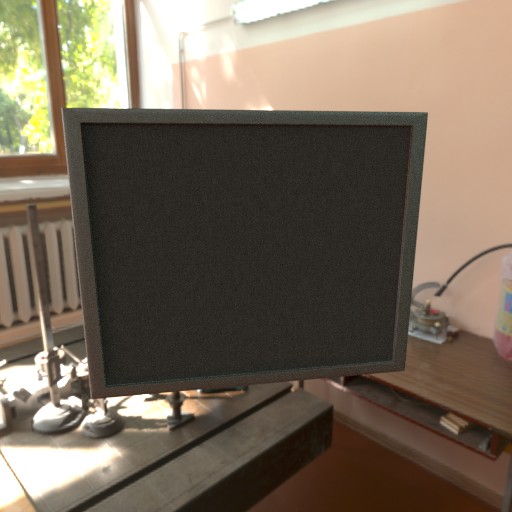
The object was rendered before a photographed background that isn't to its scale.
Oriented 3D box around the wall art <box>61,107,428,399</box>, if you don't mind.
[{"bbox_3d":[0.000,0.000,0.732,0.556,0.457,0.028,-2,14,-10],"label":"wall art"}]
